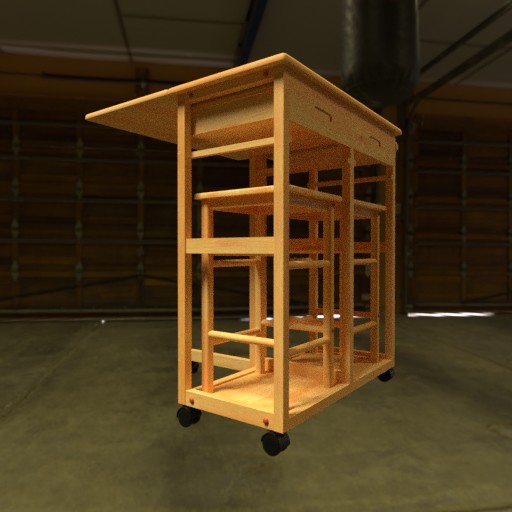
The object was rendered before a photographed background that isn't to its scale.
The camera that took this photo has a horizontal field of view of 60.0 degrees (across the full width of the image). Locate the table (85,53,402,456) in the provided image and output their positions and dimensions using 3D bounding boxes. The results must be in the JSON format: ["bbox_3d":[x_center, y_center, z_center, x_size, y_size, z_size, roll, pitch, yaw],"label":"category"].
[{"bbox_3d":[0.000,0.000,1.398,0.693,0.832,0.752,0,1,36],"label":"table"}]
